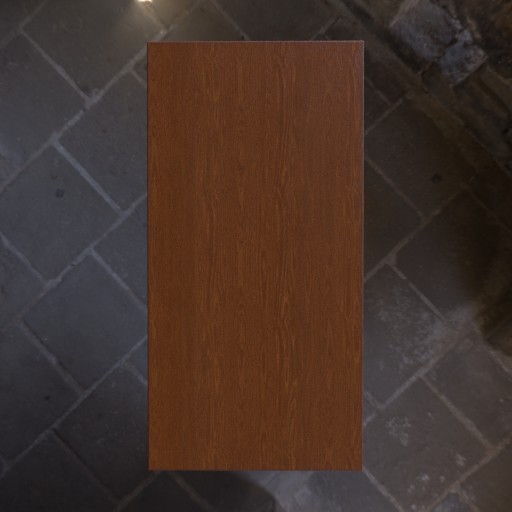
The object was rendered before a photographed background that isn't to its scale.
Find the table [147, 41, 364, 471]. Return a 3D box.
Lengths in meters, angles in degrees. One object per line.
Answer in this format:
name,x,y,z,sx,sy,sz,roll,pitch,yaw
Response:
table,0.000,0.000,2.036,0.811,0.755,1.609,0,91,0
